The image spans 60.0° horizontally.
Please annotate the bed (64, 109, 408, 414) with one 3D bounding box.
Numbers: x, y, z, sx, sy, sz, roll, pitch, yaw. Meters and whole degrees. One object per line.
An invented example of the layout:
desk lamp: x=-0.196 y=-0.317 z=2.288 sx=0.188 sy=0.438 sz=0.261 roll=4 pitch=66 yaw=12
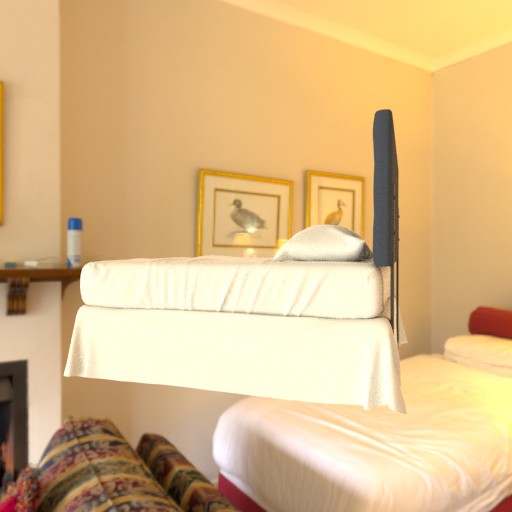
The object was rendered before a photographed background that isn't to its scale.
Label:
bed: x=0.000 y=0.000 z=3.418 sx=2.222 sy=1.577 sz=1.936 roll=0 pitch=1 yaw=19
